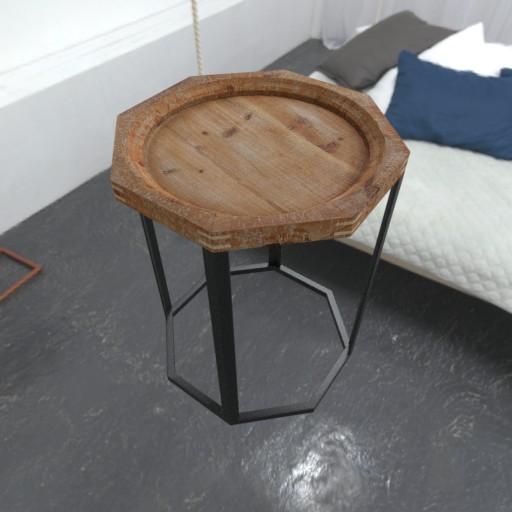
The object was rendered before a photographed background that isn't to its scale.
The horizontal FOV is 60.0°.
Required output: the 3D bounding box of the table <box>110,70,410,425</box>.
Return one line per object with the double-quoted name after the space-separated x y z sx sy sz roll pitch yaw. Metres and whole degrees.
0.000 0.000 0.871 0.458 0.543 0.458 10 47 9 "table"
